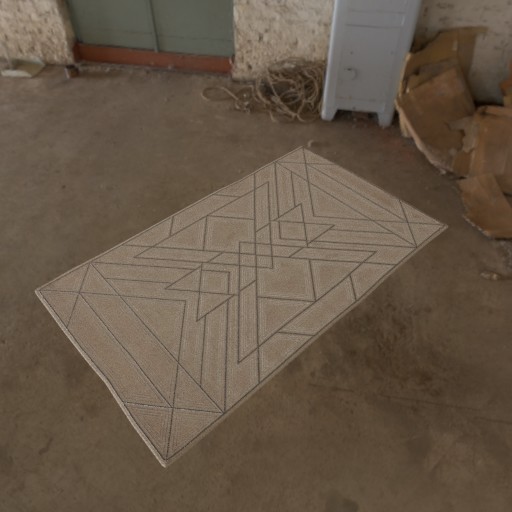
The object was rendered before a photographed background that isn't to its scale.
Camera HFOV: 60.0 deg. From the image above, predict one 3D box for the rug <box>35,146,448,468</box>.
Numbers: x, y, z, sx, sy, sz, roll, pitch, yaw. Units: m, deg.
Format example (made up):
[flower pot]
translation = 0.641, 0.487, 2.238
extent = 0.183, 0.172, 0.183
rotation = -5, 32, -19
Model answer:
[rug]
translation = 0.000, 0.000, 1.055
extent = 0.869, 0.008, 0.511
rotation = -33, 55, -28
